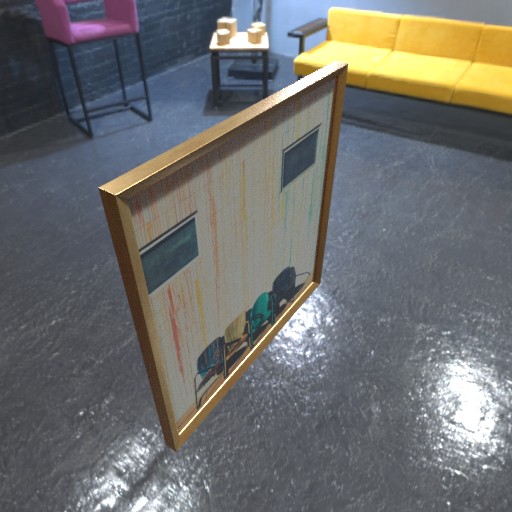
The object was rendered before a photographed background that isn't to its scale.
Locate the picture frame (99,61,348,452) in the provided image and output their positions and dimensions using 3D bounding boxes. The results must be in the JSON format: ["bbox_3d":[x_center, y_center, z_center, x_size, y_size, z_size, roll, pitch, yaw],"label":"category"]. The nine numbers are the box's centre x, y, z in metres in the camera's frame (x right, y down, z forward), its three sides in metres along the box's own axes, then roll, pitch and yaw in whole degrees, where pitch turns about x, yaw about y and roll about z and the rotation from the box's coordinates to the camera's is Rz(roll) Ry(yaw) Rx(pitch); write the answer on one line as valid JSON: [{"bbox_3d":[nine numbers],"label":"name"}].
[{"bbox_3d":[0.000,0.000,1.127,0.037,0.761,0.758,24,45,26],"label":"picture frame"}]
